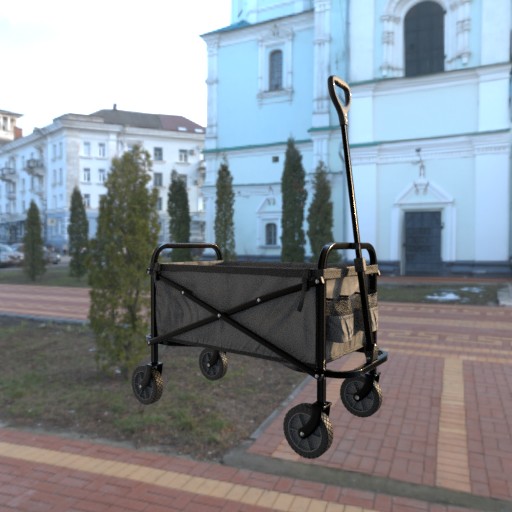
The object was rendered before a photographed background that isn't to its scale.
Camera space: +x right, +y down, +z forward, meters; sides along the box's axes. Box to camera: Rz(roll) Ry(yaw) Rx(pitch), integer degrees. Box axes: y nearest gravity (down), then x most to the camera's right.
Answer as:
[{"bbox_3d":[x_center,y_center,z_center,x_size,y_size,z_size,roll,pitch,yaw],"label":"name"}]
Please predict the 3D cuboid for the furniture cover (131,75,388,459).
[{"bbox_3d":[0.000,0.000,1.835,1.038,1.295,0.532,1,2,37],"label":"furniture cover"}]
